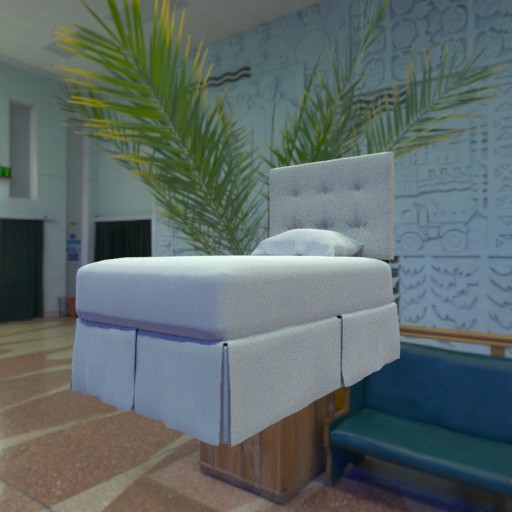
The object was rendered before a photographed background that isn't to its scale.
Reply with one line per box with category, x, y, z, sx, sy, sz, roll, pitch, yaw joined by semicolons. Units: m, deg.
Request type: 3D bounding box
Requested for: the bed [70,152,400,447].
bed;0.000;0.000;2.946;1.261;1.571;1.997;0;0;38
